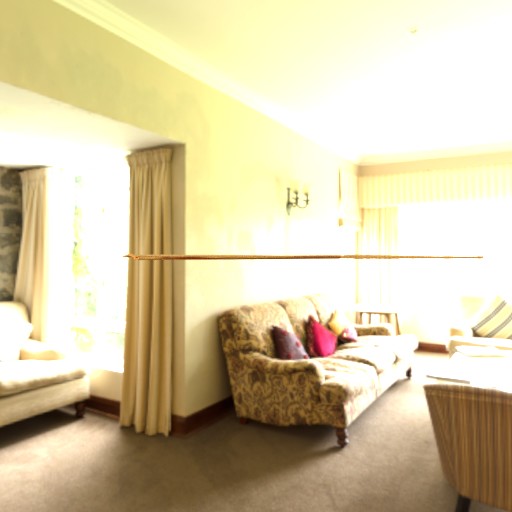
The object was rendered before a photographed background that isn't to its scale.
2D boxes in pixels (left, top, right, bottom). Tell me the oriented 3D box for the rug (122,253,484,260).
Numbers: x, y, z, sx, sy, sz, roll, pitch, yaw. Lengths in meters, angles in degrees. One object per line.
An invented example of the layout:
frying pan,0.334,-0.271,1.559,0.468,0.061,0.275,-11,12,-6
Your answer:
rug,0.000,0.000,4.341,2.434,0.045,3.202,0,0,-18
